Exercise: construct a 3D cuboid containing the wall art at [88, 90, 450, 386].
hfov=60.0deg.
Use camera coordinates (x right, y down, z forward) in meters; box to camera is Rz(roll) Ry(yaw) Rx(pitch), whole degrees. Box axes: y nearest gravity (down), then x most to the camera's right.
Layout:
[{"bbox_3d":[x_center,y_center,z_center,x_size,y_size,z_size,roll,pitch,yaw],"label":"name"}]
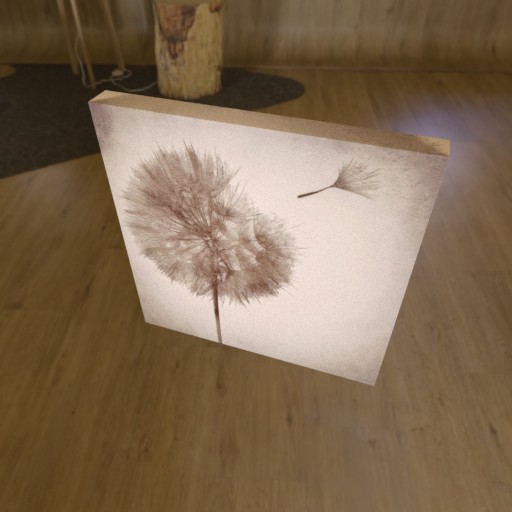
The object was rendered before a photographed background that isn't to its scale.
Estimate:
[{"bbox_3d":[0.000,0.000,0.467,0.303,0.303,0.028,13,44,14],"label":"wall art"}]
